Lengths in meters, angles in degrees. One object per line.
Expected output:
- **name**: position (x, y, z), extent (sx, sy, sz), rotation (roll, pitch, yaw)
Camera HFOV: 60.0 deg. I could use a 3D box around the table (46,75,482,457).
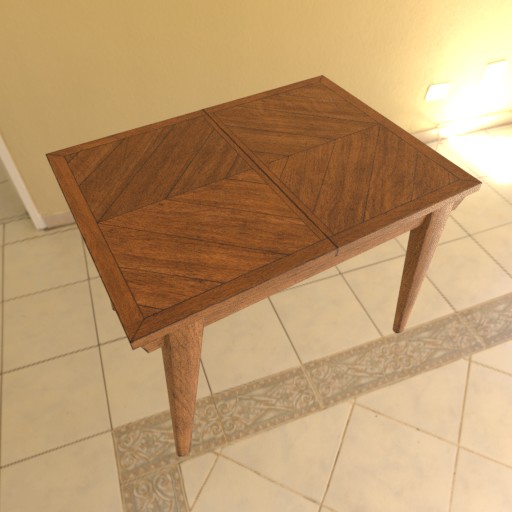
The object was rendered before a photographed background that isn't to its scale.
- **table**: position (0.000, 0.000, 1.566), extent (1.027, 0.760, 0.757), rotation (-23, 52, -20)
